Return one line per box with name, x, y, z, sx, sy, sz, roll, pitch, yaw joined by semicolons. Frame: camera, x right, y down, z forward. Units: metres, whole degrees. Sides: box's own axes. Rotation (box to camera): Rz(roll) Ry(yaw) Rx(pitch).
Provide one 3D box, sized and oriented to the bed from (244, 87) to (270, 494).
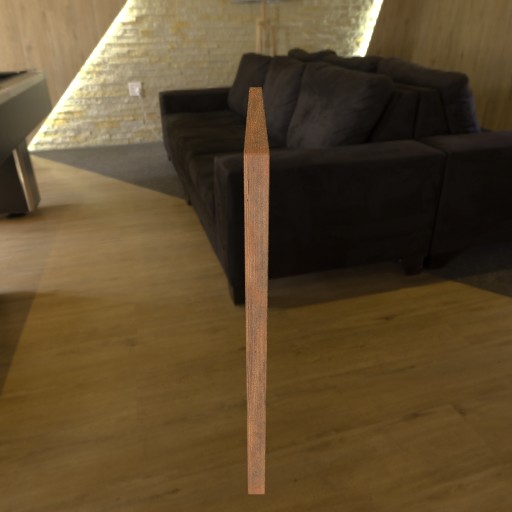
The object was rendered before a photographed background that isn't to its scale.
bed;0.000;0.000;1.472;0.046;0.942;1.046;0;27;0
